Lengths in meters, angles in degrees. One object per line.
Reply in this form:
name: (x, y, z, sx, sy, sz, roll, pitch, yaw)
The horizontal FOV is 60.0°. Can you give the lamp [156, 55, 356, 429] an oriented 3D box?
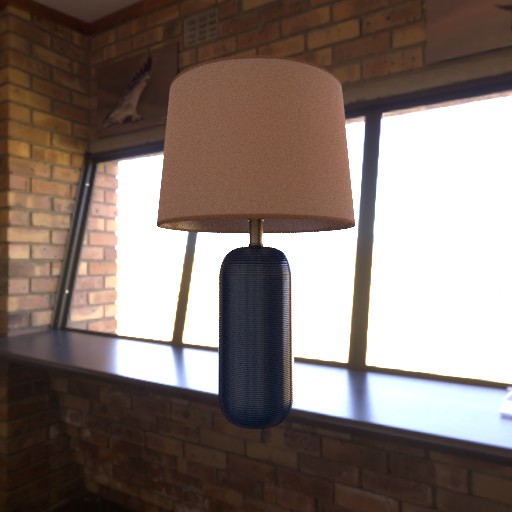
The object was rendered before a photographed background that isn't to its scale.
lamp: (0.000, 0.000, 0.833, 0.367, 0.609, 0.367, 0, -1, 0)
